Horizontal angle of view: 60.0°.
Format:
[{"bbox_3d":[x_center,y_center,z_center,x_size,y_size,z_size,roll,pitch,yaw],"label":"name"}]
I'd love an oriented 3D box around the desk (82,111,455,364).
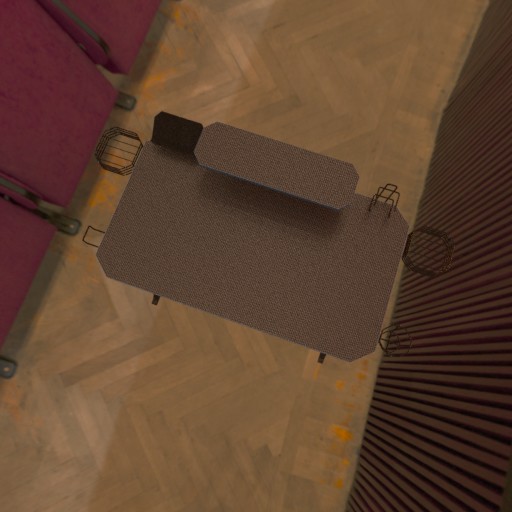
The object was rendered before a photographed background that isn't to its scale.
[{"bbox_3d":[0.000,0.000,1.791,1.295,0.909,0.594,19,77,4],"label":"desk"}]
